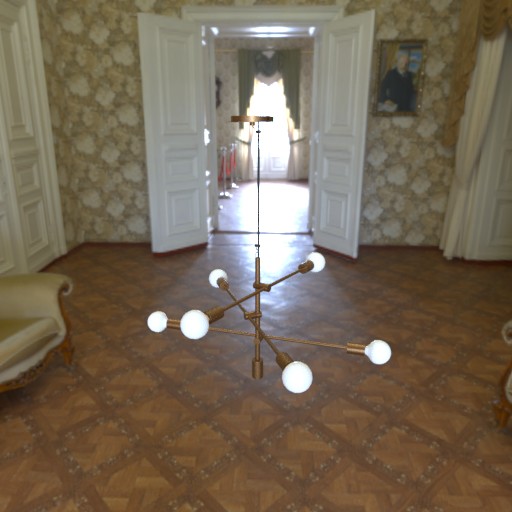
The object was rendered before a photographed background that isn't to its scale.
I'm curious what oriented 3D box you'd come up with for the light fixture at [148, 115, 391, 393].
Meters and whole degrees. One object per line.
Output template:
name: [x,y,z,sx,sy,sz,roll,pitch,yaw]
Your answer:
light fixture: [0.000,0.000,1.236,0.637,0.744,0.682,-15,22,-42]
